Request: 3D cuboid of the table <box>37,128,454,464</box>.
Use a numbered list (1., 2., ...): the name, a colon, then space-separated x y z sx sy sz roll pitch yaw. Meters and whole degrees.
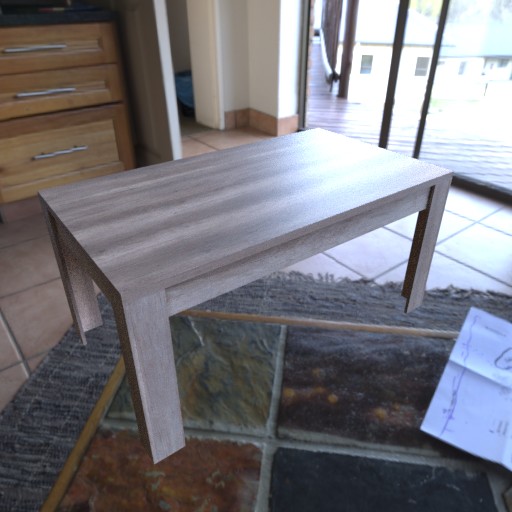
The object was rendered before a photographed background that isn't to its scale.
1. table: 0.000 0.000 2.143 1.600 0.775 0.900 -21 37 -31
